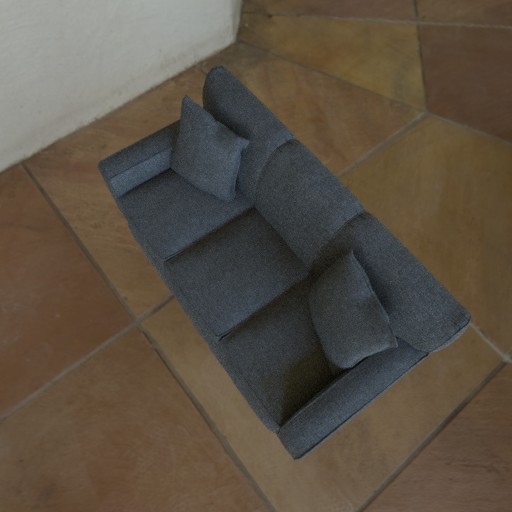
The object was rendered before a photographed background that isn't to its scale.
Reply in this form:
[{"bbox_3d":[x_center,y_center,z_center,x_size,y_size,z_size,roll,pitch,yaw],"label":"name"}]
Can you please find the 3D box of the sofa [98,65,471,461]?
[{"bbox_3d":[0.000,0.000,2.573,0.997,0.958,2.024,-33,68,-15],"label":"sofa"}]
